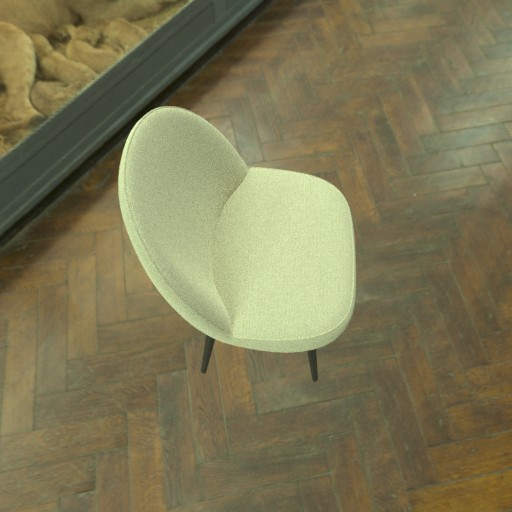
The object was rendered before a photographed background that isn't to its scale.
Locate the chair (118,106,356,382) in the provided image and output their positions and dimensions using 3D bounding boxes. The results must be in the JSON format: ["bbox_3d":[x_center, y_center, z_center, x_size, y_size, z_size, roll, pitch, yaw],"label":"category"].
[{"bbox_3d":[0.000,0.000,1.220,0.540,0.838,0.532,4,63,2],"label":"chair"}]
